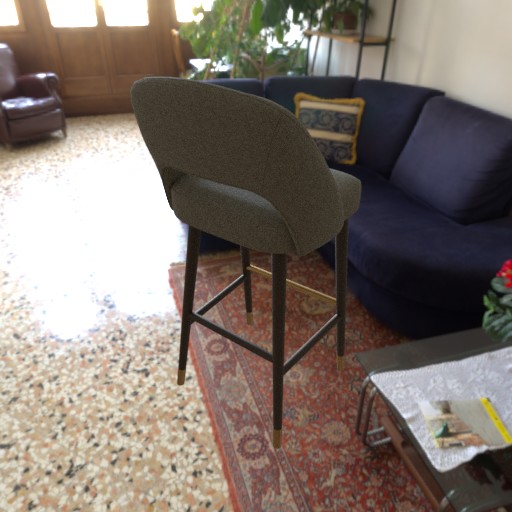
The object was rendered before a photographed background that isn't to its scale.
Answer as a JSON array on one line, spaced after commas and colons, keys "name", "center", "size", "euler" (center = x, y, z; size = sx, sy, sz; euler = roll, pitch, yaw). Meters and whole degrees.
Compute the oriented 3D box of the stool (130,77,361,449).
[{"name": "stool", "center": [0.000, 0.000, 1.363], "size": [0.536, 1.089, 0.524], "euler": [21, 37, 31]}]
